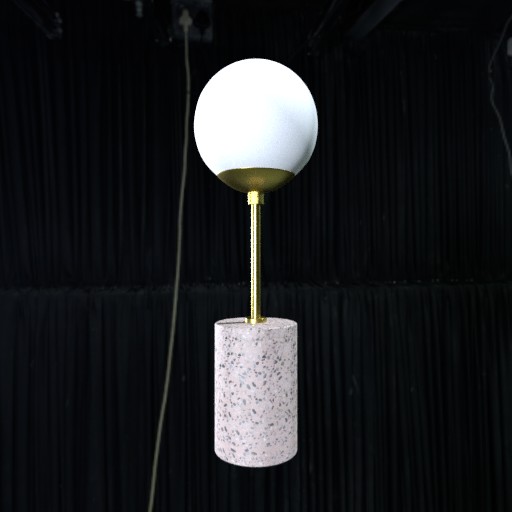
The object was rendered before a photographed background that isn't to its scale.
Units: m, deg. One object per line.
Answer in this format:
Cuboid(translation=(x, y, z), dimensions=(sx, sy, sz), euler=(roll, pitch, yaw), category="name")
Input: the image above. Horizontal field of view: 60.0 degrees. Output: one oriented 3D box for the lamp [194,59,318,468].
Cuboid(translation=(0.000, 0.000, 0.554), dimensions=(0.153, 0.480, 0.153), euler=(0, -1, 0), category="lamp")
